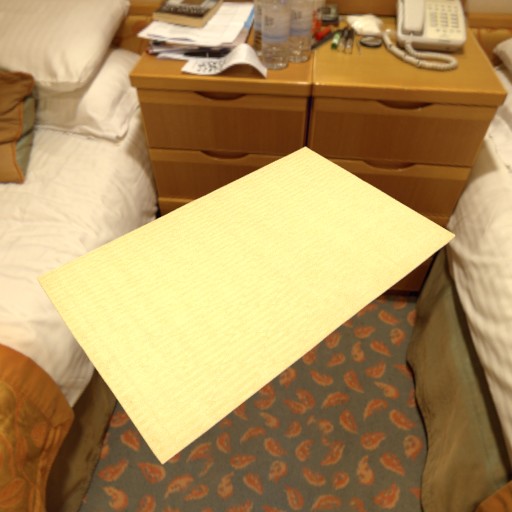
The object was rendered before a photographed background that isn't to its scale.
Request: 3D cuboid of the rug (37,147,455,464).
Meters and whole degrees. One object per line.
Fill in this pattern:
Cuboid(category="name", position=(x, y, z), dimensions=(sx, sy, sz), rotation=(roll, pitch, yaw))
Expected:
Cuboid(category="rug", position=(0.000, 0.000, 3.005), dimensions=(2.441, 0.014, 1.531), rotation=(-31, 53, -27))
